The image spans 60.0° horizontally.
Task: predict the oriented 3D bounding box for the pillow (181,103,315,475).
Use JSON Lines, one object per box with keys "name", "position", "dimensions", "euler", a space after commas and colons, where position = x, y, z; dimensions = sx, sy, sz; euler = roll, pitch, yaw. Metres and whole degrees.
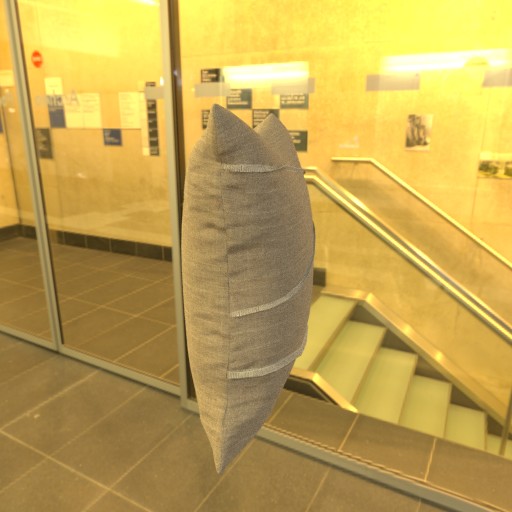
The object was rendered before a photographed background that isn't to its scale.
{"name": "pillow", "position": [0.000, 0.000, 0.638], "dimensions": [0.169, 0.400, 0.424], "euler": [3, 17, 9]}
